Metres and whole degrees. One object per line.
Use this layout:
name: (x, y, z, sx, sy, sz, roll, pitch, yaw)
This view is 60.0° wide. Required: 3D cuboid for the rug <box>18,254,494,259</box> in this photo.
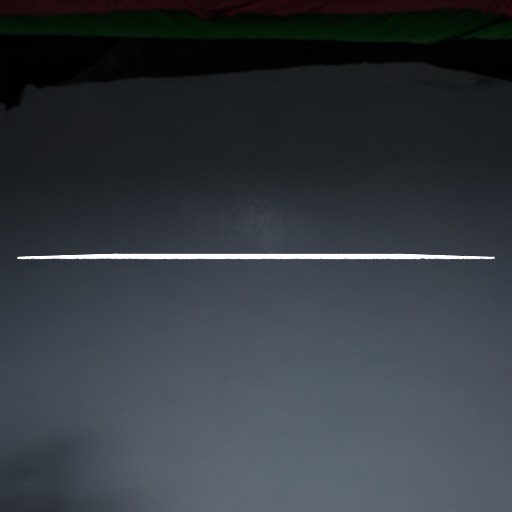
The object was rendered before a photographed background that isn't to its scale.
rug: (0.000, 0.000, 3.018, 2.442, 0.010, 1.546, 0, 1, 0)
